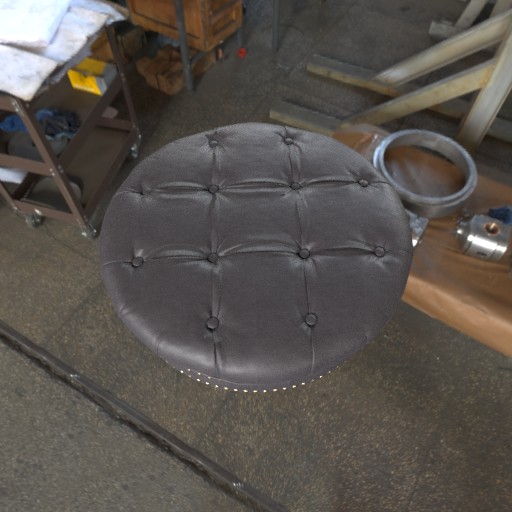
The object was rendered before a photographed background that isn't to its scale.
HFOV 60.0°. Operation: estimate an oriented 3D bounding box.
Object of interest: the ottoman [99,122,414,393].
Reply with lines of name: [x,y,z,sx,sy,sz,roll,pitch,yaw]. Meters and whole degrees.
ottoman: [0.000,0.000,1.419,0.901,0.439,0.901,0,58,0]
